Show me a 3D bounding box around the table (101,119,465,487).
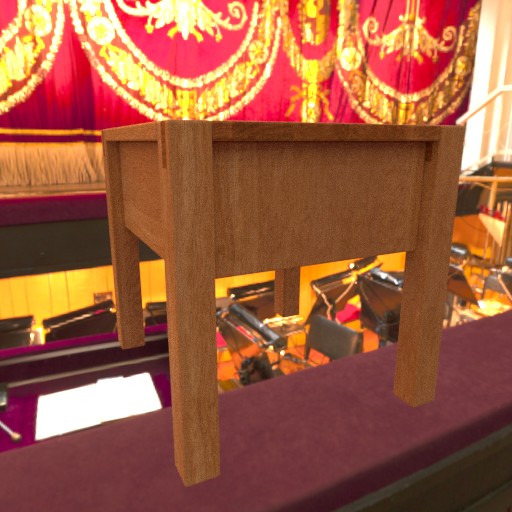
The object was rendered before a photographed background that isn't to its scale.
[{"bbox_3d":[0.000,0.000,0.811,0.440,0.450,0.480,-7,16,-26],"label":"table"}]
